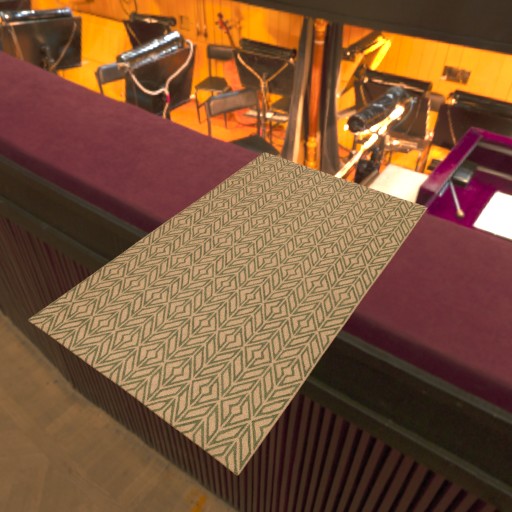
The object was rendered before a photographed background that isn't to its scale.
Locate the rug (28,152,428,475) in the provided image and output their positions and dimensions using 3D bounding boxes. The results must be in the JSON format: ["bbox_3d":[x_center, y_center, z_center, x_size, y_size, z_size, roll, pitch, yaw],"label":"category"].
[{"bbox_3d":[0.000,0.000,2.984,1.517,0.011,2.435,25,47,25],"label":"rug"}]
